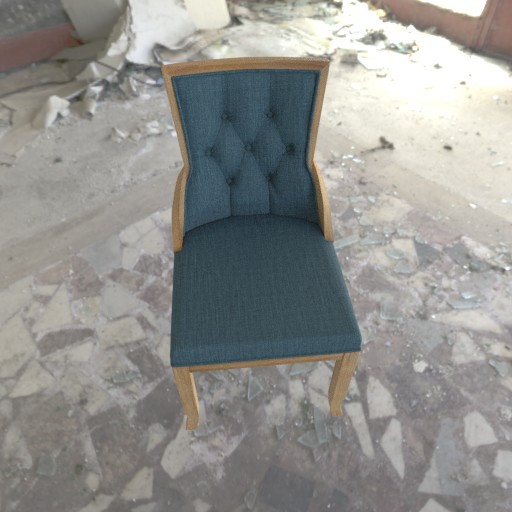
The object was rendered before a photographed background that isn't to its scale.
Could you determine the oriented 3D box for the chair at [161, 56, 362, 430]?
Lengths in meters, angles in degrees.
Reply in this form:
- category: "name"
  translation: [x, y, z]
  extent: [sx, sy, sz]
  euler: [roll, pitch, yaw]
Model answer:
- category: "chair"
  translation: [0.000, 0.000, 1.355]
  extent: [0.524, 0.947, 0.641]
  euler: [-4, 47, -4]
